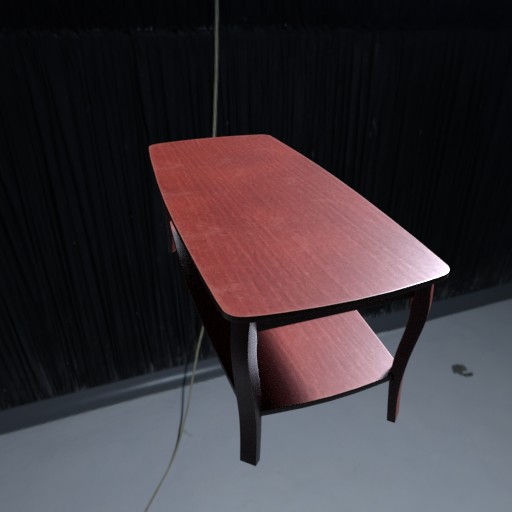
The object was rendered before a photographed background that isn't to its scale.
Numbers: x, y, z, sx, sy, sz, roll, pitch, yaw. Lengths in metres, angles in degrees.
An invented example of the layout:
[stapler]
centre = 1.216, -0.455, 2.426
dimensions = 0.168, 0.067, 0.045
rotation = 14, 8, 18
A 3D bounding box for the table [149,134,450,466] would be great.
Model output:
[table]
centre = 0.000, 0.000, 1.478
dimensions = 0.561, 0.473, 1.216
rotation = -10, 32, -16
